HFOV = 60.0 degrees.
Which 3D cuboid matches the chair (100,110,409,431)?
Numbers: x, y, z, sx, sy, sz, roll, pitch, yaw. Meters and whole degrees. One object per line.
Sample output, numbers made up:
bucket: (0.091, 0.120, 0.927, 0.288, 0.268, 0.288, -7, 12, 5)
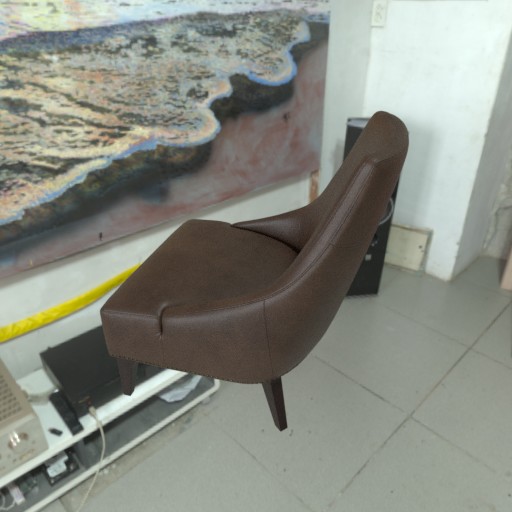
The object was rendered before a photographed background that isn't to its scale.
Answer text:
chair: (0.000, 0.000, 1.515, 0.861, 0.909, 0.701, 8, 31, 14)
